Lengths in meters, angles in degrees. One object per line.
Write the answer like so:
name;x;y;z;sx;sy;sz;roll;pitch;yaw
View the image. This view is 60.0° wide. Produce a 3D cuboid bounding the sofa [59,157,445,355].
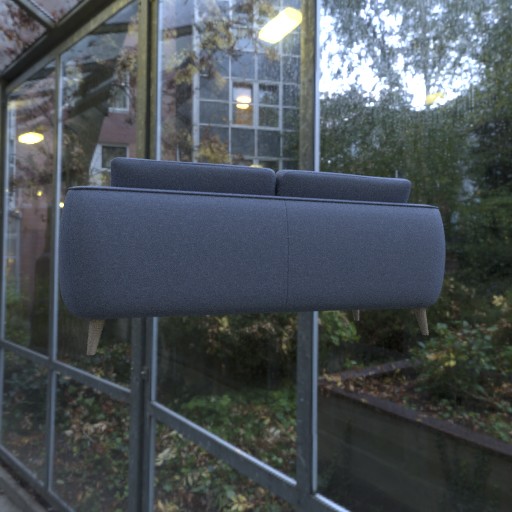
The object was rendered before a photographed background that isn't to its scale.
sofa;0.000;0.000;2.550;2.000;0.870;0.920;1;-2;-19
